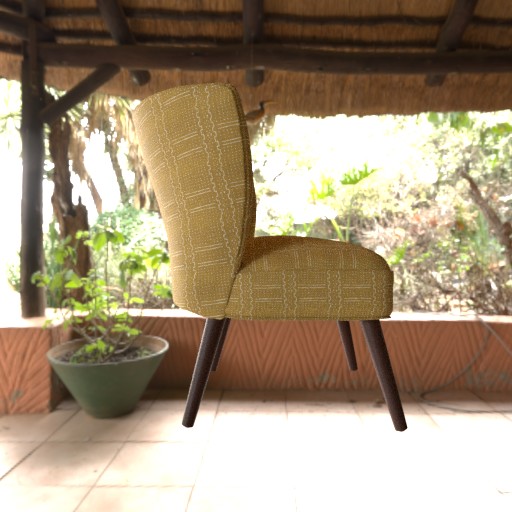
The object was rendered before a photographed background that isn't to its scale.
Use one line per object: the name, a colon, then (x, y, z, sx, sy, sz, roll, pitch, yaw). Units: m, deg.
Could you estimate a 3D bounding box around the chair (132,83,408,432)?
chair: (0.000, 0.000, 1.397, 0.758, 0.866, 0.706, 0, 0, 1)
